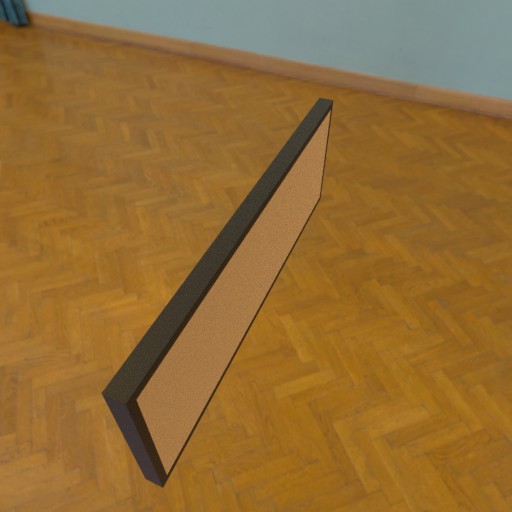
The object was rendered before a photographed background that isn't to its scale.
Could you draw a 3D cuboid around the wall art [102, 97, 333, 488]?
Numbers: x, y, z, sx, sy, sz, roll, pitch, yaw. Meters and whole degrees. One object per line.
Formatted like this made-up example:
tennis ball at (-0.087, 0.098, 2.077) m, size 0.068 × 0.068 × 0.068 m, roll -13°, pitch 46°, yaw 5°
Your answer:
wall art at (0.000, 0.000, 0.922) m, size 0.037 × 0.303 × 0.860 m, roll 17°, pitch 48°, yaw 16°
